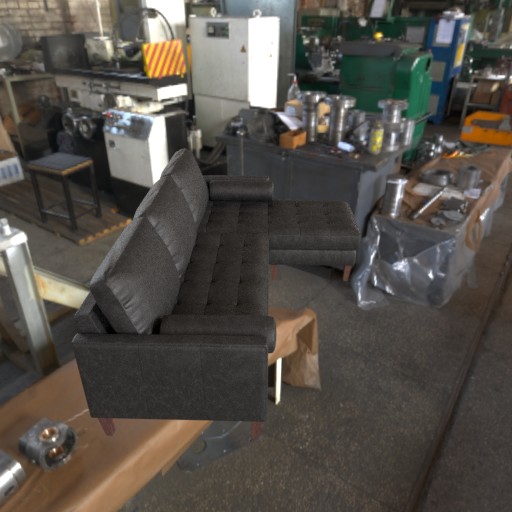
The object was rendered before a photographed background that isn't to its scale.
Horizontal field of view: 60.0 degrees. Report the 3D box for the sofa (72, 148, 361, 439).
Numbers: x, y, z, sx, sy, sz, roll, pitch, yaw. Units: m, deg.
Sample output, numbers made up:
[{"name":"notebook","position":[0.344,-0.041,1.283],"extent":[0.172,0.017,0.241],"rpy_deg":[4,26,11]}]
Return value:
[{"name":"sofa","position":[0.000,0.000,2.857],"extent":[1.497,0.876,2.178],"rpy_deg":[1,29,1]}]
